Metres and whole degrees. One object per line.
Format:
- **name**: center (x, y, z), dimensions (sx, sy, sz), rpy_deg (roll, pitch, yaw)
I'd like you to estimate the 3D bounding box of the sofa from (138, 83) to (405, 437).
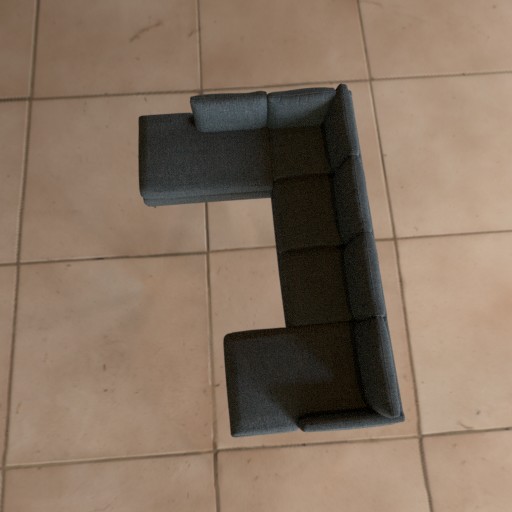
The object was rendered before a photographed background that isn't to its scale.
- **sofa**: center (0.000, 0.000, 3.593), dimensions (1.879, 0.753, 2.737), rpy_deg (-5, 76, -1)
